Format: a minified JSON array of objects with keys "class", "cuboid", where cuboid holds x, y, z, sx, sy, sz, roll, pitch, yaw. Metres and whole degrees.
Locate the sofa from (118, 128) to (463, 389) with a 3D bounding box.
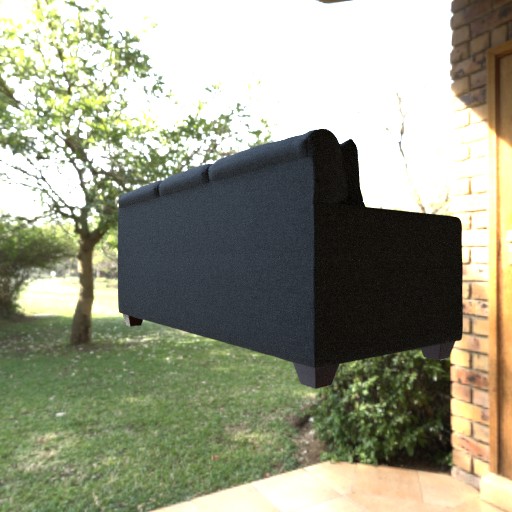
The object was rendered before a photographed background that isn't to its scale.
[{"class":"sofa","cuboid":[0.000,0.000,2.596,0.997,0.958,2.024,0,-1,-36]}]
